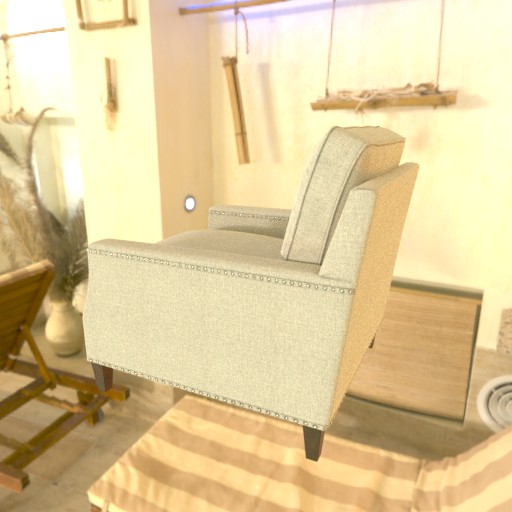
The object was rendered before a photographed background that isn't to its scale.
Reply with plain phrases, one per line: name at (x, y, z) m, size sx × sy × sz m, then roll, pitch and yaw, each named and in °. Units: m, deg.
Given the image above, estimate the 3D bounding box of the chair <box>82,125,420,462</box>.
chair at (0.000, 0.000, 1.667) m, size 1.014 × 0.943 × 0.853 m, roll 8°, pitch 18°, yaw 25°
